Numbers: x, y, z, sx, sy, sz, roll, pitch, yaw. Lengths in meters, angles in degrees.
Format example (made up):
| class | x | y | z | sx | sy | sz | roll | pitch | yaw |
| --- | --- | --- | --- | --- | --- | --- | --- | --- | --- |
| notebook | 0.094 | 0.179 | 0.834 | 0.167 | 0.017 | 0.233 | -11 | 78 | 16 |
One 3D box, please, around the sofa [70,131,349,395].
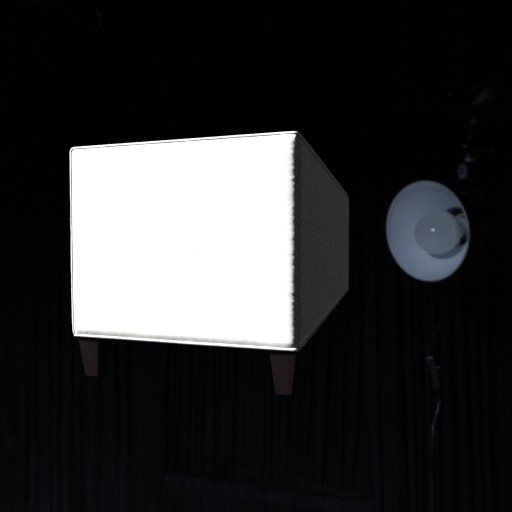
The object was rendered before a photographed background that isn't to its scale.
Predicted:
| class | x | y | z | sx | sy | sz | roll | pitch | yaw |
| --- | --- | --- | --- | --- | --- | --- | --- | --- | --- |
| sofa | 0.000 | 0.000 | 2.209 | 0.775 | 0.762 | 1.778 | 0 | 2 | 16 |
